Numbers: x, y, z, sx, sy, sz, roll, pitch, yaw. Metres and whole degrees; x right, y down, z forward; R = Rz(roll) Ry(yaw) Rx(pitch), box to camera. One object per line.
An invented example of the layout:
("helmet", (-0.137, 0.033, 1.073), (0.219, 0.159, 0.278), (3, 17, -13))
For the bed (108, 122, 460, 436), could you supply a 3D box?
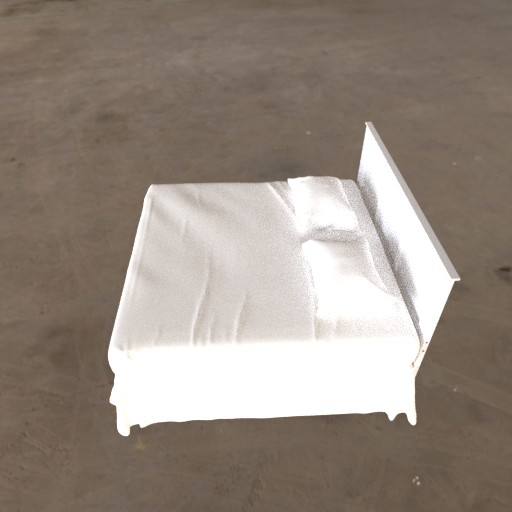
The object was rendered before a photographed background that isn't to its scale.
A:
("bed", (0.000, 0.000, 3.528), (2.215, 1.273, 2.317), (-2, 41, -2))
